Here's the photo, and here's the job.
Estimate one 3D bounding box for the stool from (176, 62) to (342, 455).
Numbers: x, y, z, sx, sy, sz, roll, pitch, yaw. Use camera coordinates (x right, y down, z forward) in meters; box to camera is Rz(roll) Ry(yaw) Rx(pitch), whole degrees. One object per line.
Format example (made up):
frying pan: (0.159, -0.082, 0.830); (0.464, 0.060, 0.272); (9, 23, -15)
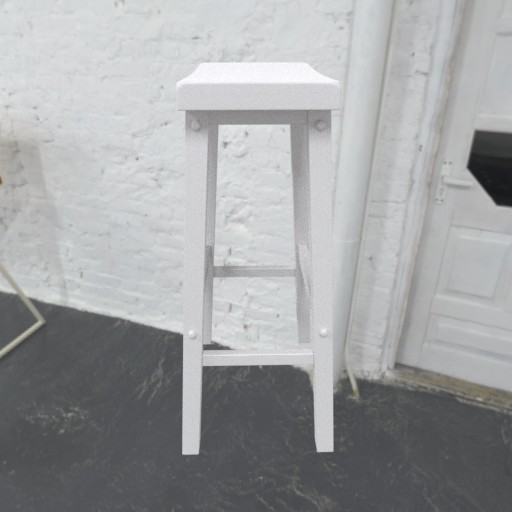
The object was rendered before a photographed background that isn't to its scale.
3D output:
stool: (0.000, 0.000, 0.957); (0.322, 0.742, 0.406); (-1, 27, -1)
